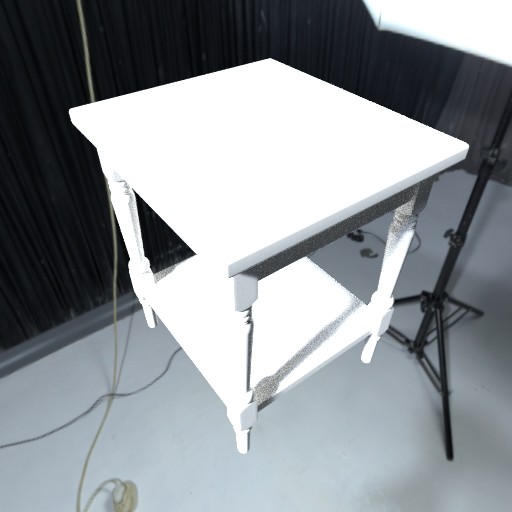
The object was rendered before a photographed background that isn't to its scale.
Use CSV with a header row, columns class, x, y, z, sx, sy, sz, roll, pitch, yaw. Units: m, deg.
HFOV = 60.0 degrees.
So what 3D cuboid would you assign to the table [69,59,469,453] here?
class,x,y,z,sx,sy,sz,roll,pitch,yaw
table,0.000,0.000,0.902,0.442,0.565,0.488,-26,48,-26
